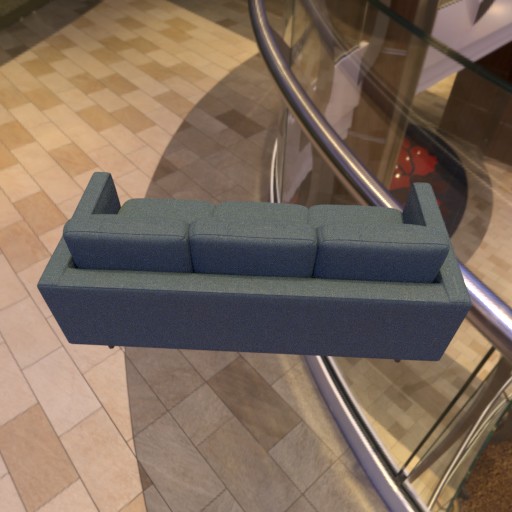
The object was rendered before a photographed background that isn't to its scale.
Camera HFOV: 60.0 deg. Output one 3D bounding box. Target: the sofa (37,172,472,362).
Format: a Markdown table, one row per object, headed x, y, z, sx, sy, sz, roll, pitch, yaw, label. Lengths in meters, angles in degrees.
| x | y | z | sx | sy | sz | roll | pitch | yaw | label |
| --- | --- | --- | --- | --- | --- | --- | --- | --- | --- |
| 0.000 | 0.000 | 2.523 | 2.013 | 0.945 | 0.935 | 2 | 47 | 2 | sofa |
